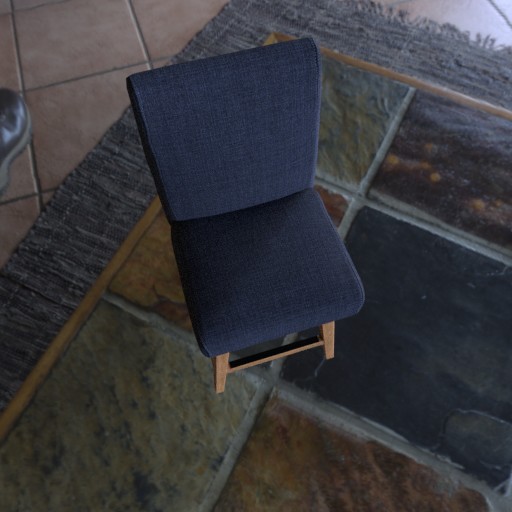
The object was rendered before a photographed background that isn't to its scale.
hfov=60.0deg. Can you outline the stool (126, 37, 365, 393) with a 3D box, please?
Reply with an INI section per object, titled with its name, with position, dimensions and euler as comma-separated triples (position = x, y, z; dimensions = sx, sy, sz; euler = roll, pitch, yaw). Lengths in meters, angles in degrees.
[stool]
position = 0.000, 0.000, 1.298
dimensions = 0.459, 1.010, 0.526
euler = -15, 65, -7
